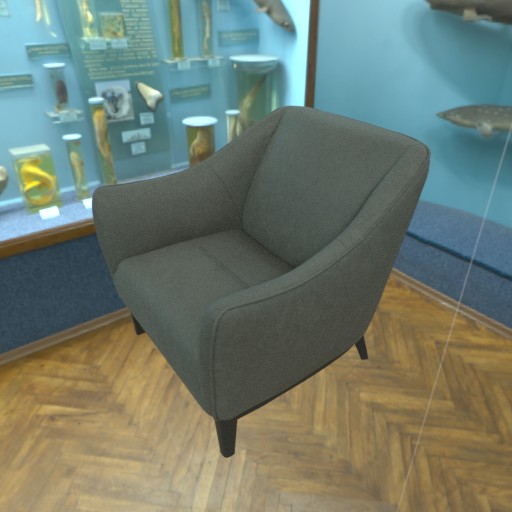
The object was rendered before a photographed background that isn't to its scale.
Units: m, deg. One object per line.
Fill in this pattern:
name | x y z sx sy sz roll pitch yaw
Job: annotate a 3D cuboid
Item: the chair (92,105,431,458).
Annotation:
chair | 0.000 0.000 1.546 0.852 0.830 0.871 -20 37 -29
